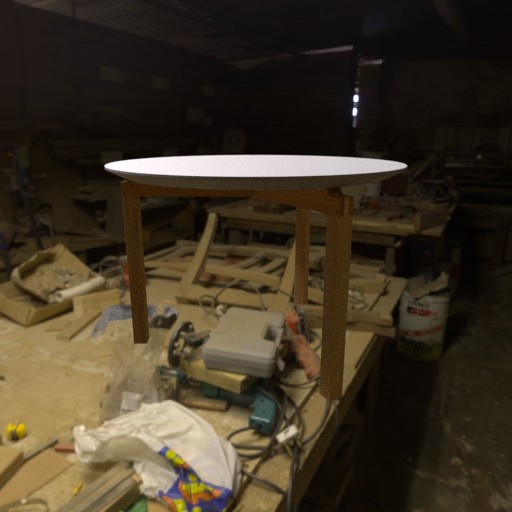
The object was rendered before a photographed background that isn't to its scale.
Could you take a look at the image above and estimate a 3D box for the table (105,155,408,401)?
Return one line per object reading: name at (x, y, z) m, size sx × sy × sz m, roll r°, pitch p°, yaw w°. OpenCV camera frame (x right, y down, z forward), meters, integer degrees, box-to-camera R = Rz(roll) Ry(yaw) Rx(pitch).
table at (0.000, 0.000, 0.978) m, size 0.600 × 0.405 × 0.600 m, roll 0°, pitch 16°, yaw 0°
